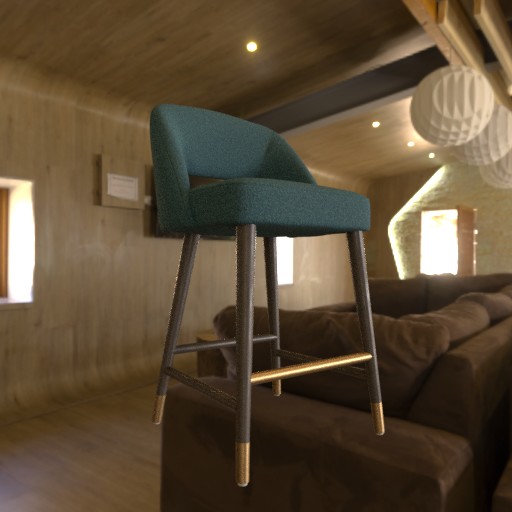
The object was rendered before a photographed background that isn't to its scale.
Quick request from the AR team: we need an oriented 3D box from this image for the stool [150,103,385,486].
[{"bbox_3d":[0.000,0.000,1.236,0.536,0.939,0.522,0,-1,-37],"label":"stool"}]
